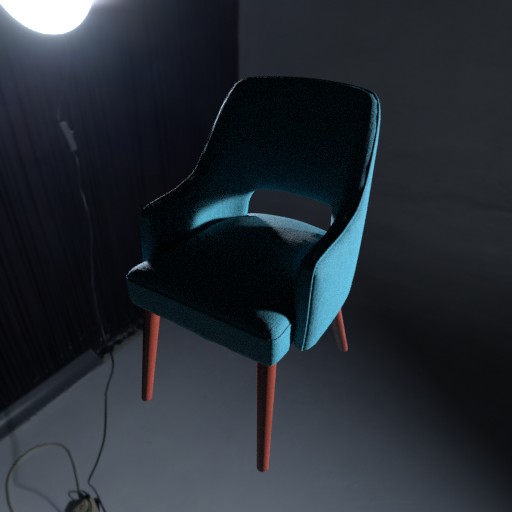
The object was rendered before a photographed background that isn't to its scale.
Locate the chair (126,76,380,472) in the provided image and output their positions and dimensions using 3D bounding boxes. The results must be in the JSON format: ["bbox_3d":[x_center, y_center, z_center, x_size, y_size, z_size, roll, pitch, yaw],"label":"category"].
[{"bbox_3d":[0.000,0.000,1.231,0.548,0.849,0.605,19,36,28],"label":"chair"}]
